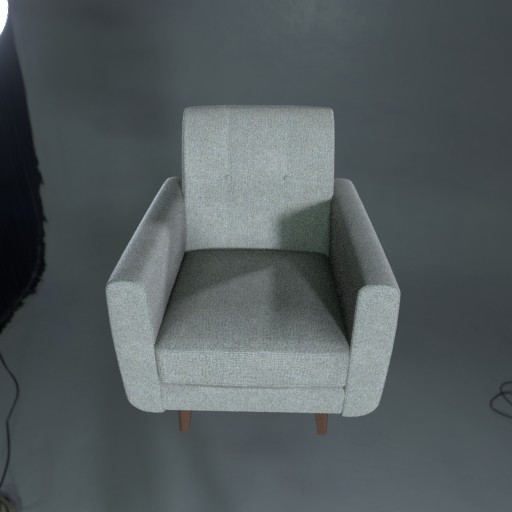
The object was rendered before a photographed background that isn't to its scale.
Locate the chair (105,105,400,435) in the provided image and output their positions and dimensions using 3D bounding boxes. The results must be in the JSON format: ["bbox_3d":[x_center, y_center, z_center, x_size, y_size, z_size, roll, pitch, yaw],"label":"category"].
[{"bbox_3d":[0.000,0.000,1.685,0.845,0.968,0.942,1,29,1],"label":"chair"}]
